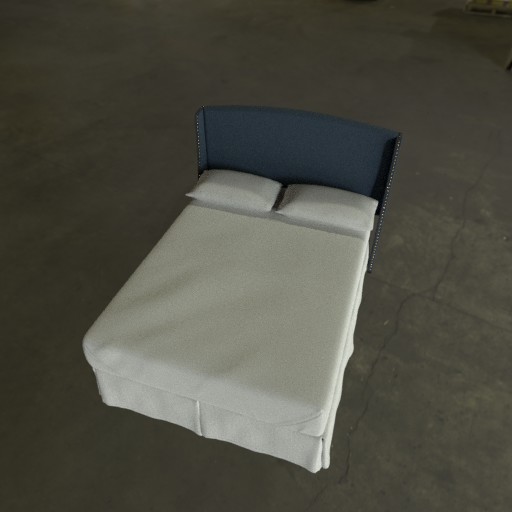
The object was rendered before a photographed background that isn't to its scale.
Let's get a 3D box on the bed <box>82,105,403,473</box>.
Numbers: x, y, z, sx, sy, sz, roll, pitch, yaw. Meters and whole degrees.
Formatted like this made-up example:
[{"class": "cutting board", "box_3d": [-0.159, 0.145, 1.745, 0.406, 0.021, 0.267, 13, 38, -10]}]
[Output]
[{"class": "bed", "box_3d": [0.000, 0.000, 3.297, 1.710, 1.407, 2.237, 12, 42, 14]}]
